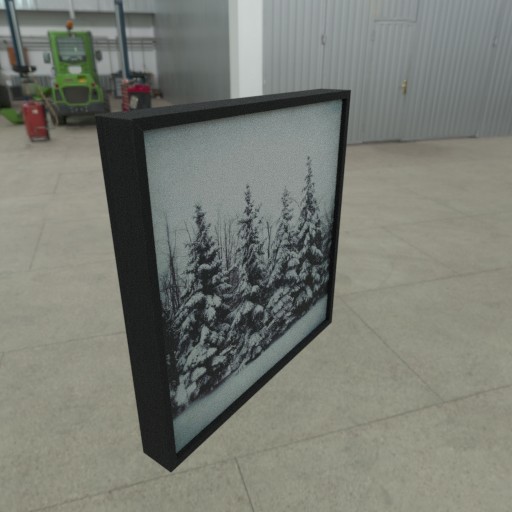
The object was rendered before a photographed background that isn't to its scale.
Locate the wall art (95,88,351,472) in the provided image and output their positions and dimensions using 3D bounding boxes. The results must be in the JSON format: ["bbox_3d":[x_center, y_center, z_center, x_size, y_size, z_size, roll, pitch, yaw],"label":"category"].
[{"bbox_3d":[0.000,0.000,0.455,0.037,0.305,0.305,17,29,33],"label":"wall art"}]
